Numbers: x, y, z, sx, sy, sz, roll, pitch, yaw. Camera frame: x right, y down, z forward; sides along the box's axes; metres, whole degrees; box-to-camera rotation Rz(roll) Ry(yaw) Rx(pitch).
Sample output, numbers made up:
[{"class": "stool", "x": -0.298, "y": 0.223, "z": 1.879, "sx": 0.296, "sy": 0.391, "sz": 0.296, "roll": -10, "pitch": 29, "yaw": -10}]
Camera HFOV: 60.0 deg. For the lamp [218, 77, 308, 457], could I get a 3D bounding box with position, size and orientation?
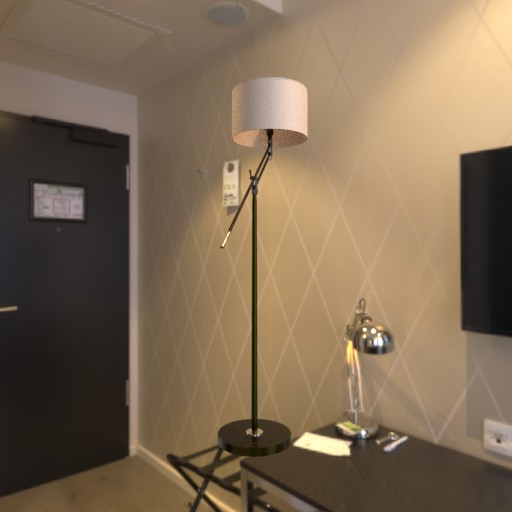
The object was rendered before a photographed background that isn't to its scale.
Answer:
[{"class": "lamp", "x": 0.000, "y": 0.000, "z": 1.991, "sx": 0.373, "sy": 1.635, "sz": 0.809, "roll": 0, "pitch": 0, "yaw": 18}]
